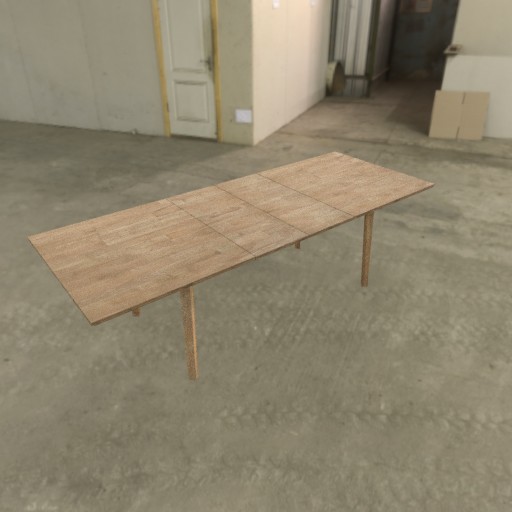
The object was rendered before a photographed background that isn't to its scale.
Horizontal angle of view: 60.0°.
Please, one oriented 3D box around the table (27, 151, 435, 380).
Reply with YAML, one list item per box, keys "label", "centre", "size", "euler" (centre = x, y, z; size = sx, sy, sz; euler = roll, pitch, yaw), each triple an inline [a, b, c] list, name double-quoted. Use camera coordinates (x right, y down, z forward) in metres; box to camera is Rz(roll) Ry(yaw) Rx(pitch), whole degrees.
- label: "table"
  centre: [0.000, 0.000, 3.128]
  size: [2.603, 0.752, 1.000]
  euler: [-22, 37, -32]
